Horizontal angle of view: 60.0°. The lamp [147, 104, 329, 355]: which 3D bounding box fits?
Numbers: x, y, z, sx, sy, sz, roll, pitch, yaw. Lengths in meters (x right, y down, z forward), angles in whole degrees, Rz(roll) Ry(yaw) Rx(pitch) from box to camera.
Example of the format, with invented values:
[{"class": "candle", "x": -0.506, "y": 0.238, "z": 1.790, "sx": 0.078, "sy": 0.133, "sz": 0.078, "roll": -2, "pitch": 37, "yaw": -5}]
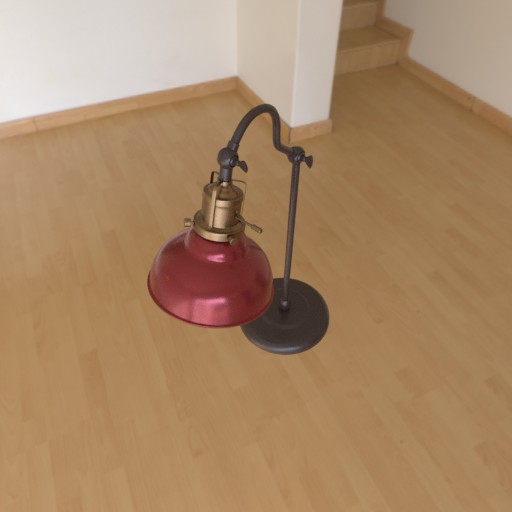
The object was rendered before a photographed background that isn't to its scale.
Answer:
[{"class": "lamp", "x": 0.000, "y": 0.000, "z": 0.709, "sx": 0.192, "sy": 0.508, "sz": 0.374, "roll": 31, "pitch": 54, "yaw": 27}]
